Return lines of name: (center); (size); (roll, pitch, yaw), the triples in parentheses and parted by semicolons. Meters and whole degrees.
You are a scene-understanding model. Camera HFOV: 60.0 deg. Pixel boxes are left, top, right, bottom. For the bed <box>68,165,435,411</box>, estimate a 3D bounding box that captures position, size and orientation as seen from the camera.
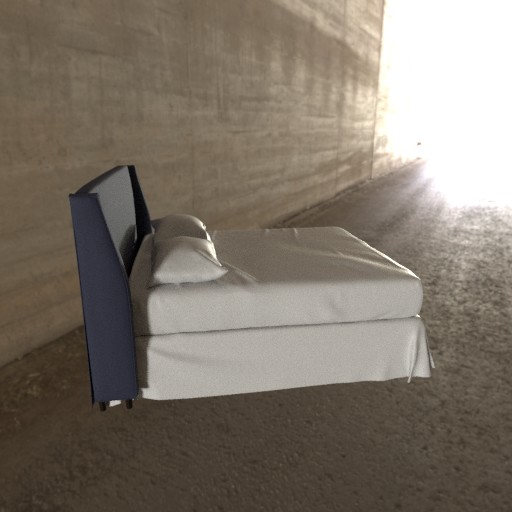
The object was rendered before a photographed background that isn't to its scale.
bed: (0.000, 0.000, 3.514); (2.276, 1.332, 1.925); (-3, 16, -9)
